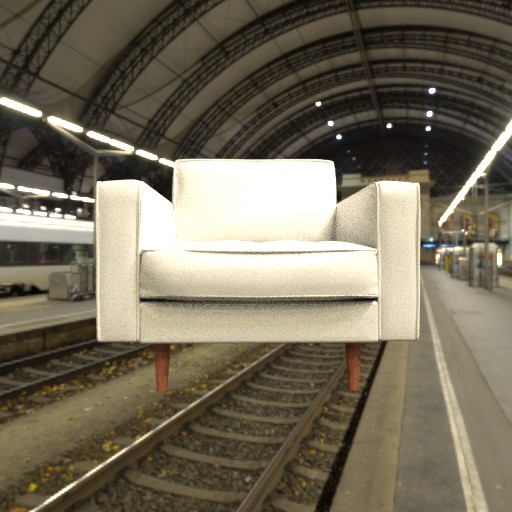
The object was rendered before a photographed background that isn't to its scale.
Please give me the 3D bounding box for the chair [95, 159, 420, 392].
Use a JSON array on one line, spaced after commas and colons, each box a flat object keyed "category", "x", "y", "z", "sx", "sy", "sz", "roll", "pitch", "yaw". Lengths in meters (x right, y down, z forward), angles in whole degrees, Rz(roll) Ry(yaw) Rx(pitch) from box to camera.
[{"category": "chair", "x": 0.000, "y": 0.000, "z": 1.551, "sx": 0.928, "sy": 0.773, "sz": 0.843, "roll": 0, "pitch": 0, "yaw": -1}]
